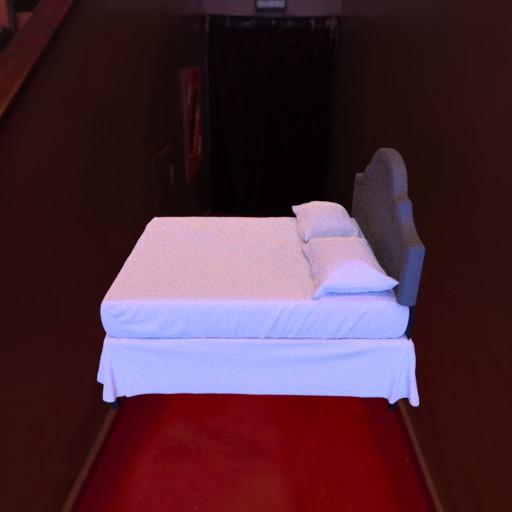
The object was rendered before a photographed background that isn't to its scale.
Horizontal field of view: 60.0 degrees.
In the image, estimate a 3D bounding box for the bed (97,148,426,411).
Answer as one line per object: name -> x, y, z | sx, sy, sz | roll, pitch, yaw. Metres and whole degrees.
bed -> 0.000, 0.000, 3.427 | 2.222, 1.634, 1.780 | 0, 26, 0
